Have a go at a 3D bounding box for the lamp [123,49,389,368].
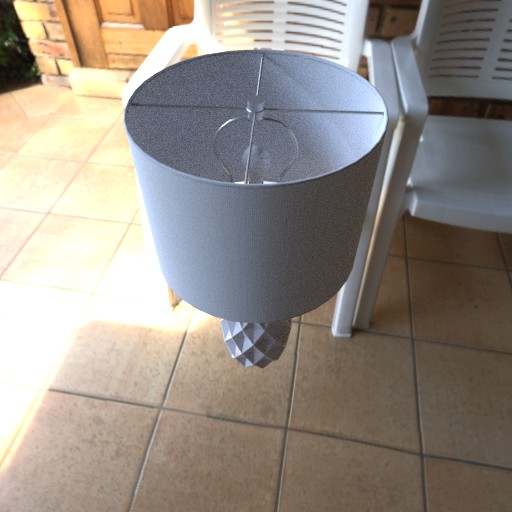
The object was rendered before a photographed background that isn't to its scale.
[{"bbox_3d":[0.000,0.000,0.694,0.297,0.522,0.297,0,47,0],"label":"lamp"}]
